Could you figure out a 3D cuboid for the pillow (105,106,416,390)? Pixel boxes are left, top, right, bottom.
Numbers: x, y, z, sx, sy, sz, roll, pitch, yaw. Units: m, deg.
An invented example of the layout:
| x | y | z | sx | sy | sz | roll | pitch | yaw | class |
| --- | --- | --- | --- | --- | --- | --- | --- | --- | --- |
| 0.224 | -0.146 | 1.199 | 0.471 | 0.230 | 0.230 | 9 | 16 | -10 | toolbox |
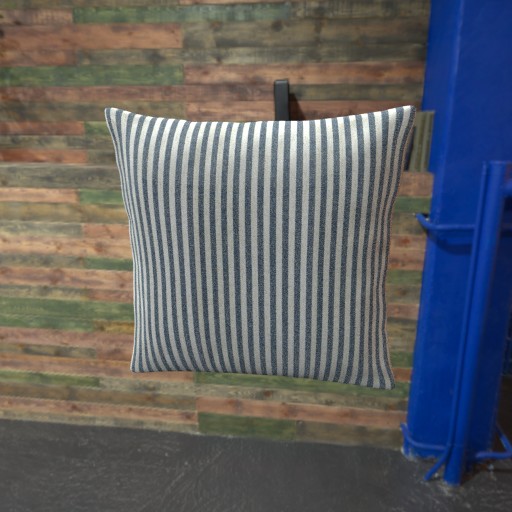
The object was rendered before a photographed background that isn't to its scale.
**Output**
| x | y | z | sx | sy | sz | roll | pitch | yaw | class |
| --- | --- | --- | --- | --- | --- | --- | --- | --- | --- |
| 0.000 | 0.000 | 0.797 | 0.523 | 0.510 | 0.166 | 2 | 15 | 8 | pillow |
